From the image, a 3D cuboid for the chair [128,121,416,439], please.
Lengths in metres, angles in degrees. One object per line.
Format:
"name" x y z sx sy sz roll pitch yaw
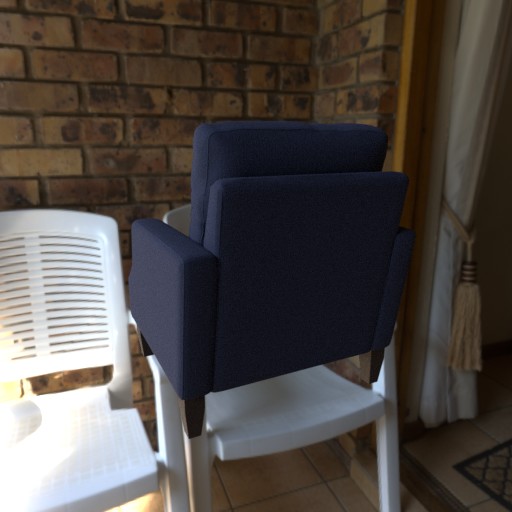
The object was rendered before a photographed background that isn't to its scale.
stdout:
"chair" 0.000 0.000 1.735 0.855 0.991 0.897 -7 16 -26
